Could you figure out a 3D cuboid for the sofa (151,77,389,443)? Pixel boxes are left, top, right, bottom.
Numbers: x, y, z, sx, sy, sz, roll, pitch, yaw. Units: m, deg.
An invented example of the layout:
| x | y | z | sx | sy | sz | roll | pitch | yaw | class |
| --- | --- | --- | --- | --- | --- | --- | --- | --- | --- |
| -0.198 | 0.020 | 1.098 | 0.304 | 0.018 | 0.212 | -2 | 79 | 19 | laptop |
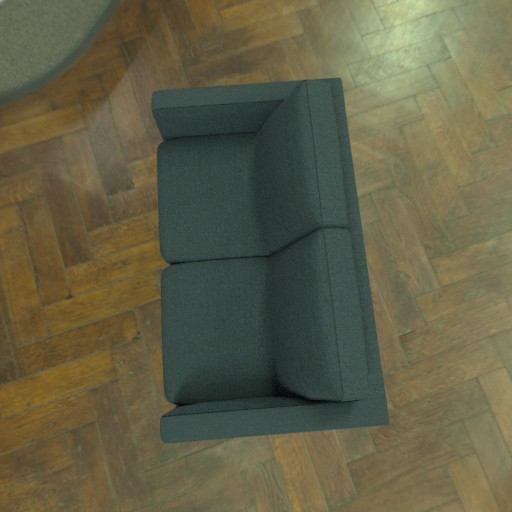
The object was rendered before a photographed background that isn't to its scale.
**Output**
| x | y | z | sx | sy | sz | roll | pitch | yaw | class |
| --- | --- | --- | --- | --- | --- | --- | --- | --- | --- |
| 0.000 | 0.000 | 2.282 | 0.999 | 0.907 | 1.659 | -4 | 77 | -1 | sofa |
